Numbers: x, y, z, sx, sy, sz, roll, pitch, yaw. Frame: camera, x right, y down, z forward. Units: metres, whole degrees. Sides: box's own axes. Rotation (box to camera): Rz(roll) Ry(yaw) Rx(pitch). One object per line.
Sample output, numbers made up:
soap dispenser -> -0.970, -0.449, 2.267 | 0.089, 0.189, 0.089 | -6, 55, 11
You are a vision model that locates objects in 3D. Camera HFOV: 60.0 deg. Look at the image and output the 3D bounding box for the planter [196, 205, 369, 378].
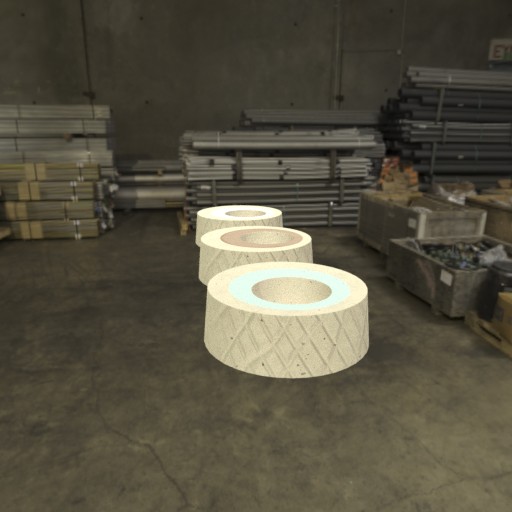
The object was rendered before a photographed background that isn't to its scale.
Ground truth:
planter -> 0.000, 0.000, 0.437 | 0.114, 0.038, 0.390 | -2, 16, -8
